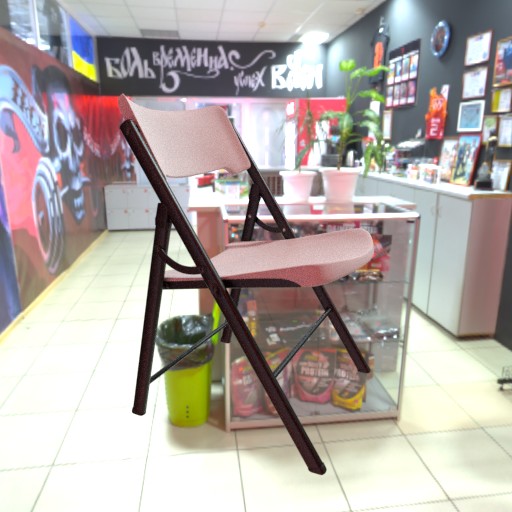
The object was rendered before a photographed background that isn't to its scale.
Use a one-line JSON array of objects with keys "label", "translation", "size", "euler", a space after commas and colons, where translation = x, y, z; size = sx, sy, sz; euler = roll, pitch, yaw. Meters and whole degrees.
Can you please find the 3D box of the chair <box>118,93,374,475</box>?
[{"label": "chair", "translation": [0.000, 0.000, 1.130], "size": [0.577, 0.765, 0.482], "euler": [7, 16, 24]}]
